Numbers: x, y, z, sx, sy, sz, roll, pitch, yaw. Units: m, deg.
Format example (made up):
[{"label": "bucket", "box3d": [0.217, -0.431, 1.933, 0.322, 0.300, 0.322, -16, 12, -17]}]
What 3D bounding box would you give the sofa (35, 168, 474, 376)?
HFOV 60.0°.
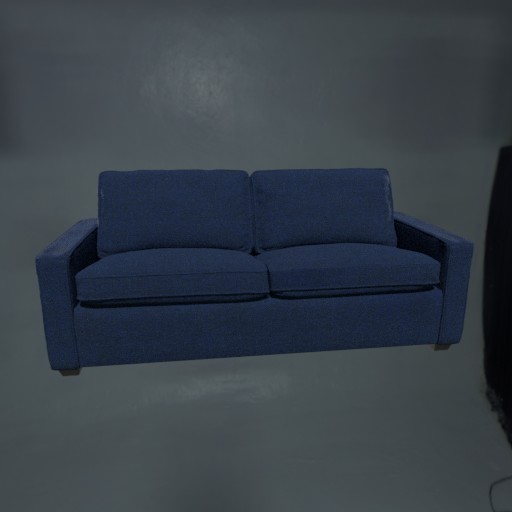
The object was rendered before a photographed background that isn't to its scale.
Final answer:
[{"label": "sofa", "box3d": [0.000, 0.000, 2.490, 2.080, 0.919, 0.940, -2, 16, -7]}]
